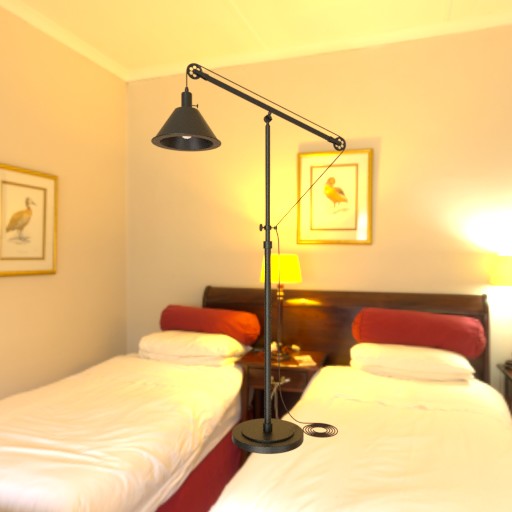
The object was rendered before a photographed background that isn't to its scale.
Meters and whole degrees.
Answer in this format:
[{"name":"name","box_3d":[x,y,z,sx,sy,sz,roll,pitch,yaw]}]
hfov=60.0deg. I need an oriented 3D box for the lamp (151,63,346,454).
[{"name":"lamp","box_3d":[0.000,0.000,1.959,0.904,1.626,0.319,0,0,-19]}]
